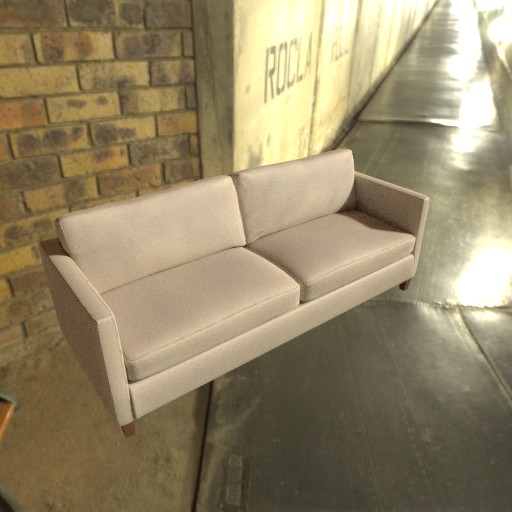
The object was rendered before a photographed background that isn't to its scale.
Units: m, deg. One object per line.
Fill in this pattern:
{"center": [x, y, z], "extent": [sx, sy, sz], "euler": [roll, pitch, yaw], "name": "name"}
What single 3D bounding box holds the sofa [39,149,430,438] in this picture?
{"center": [0.000, 0.000, 2.880], "extent": [2.361, 0.968, 0.951], "euler": [-20, 35, -31], "name": "sofa"}
